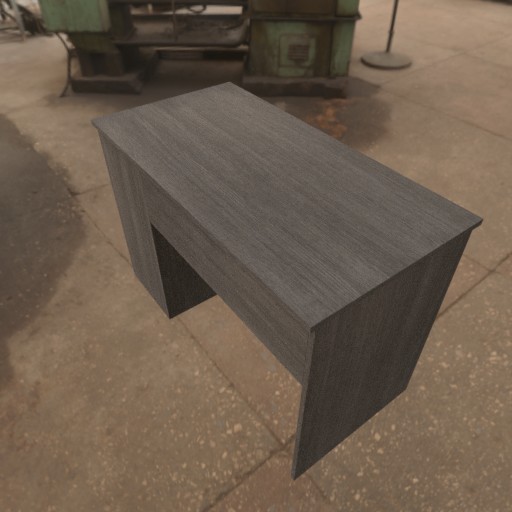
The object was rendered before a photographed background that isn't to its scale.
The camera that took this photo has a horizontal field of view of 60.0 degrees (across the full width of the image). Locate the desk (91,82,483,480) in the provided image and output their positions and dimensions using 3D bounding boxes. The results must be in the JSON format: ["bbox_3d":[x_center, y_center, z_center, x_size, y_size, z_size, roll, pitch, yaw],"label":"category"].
[{"bbox_3d":[0.000,0.000,1.523,0.560,0.735,1.097,-26,48,-26],"label":"desk"}]
